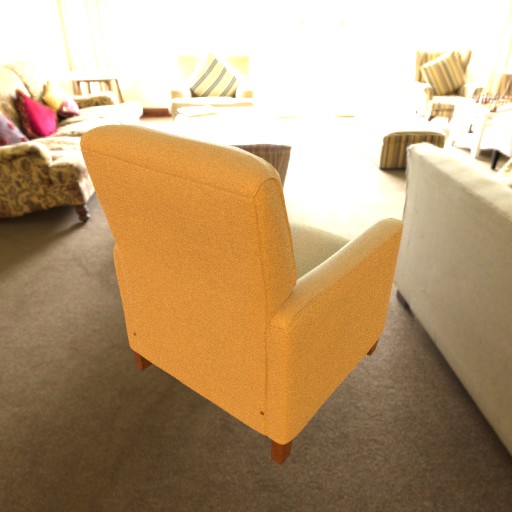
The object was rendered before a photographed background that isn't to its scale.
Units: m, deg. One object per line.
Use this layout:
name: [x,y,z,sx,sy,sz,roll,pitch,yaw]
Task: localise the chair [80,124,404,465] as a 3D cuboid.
chair: [0.000,0.000,1.641,0.841,1.023,0.858,21,35,32]
